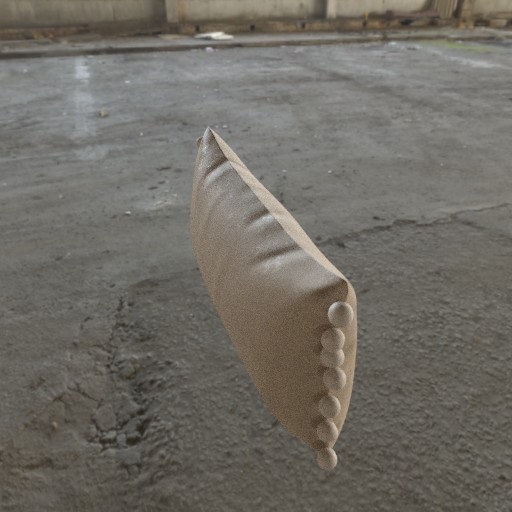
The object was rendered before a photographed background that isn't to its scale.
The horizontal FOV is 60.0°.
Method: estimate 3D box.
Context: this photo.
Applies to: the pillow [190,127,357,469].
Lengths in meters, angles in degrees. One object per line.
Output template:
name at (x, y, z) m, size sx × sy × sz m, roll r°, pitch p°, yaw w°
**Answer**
pillow at (0.000, 0.000, 0.833) m, size 0.201 × 0.322 × 0.709 m, roll -10°, pitch 32°, yaw -16°
